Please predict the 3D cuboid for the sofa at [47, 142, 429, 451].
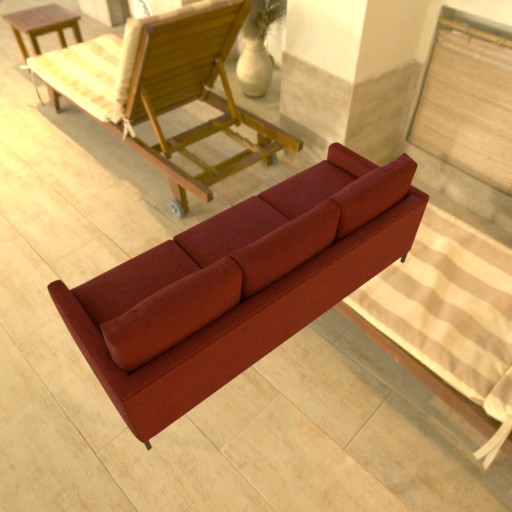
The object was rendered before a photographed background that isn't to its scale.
[{"bbox_3d":[0.000,0.000,2.749,2.252,0.879,0.875,-31,53,-26],"label":"sofa"}]
